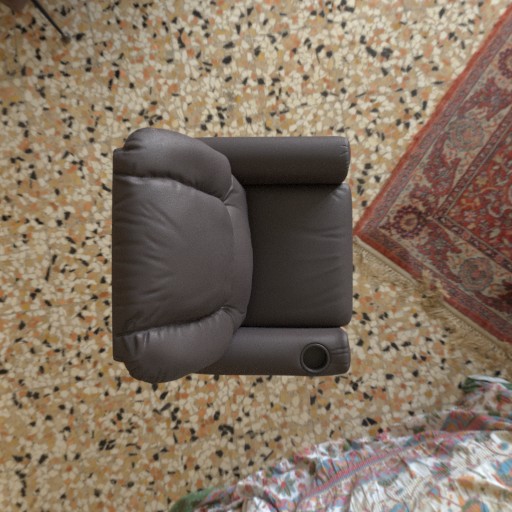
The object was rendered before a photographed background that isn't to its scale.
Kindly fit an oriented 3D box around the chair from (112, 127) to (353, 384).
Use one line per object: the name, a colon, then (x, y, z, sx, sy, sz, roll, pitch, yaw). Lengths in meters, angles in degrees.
chair: (0.000, 0.000, 1.124, 0.521, 0.709, 0.610, 0, 90, 1)
